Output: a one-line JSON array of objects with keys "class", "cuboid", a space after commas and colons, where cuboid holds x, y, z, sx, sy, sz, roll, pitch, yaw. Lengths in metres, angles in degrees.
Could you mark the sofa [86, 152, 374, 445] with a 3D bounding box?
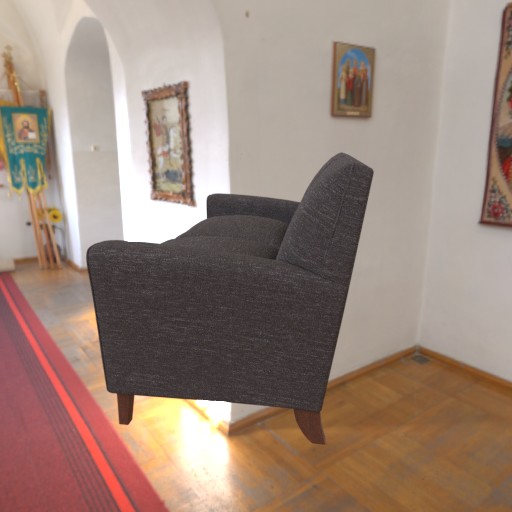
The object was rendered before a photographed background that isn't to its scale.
[{"class": "sofa", "cuboid": [0.000, 0.000, 2.035, 0.867, 0.905, 1.509, 2, 14, 9]}]
